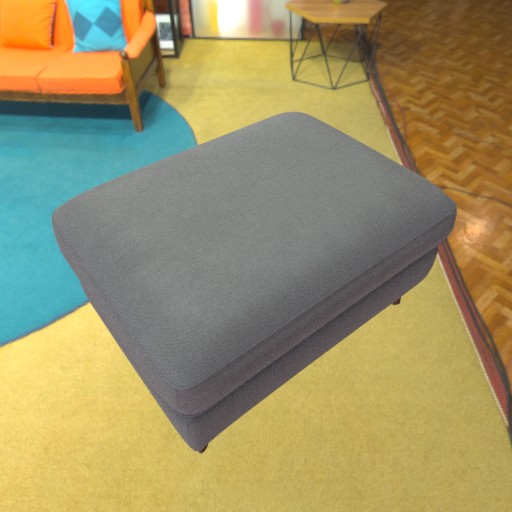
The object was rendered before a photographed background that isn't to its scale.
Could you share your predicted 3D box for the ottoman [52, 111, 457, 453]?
[{"bbox_3d":[0.000,0.000,1.147,0.811,0.449,0.608,-29,52,-26],"label":"ottoman"}]
